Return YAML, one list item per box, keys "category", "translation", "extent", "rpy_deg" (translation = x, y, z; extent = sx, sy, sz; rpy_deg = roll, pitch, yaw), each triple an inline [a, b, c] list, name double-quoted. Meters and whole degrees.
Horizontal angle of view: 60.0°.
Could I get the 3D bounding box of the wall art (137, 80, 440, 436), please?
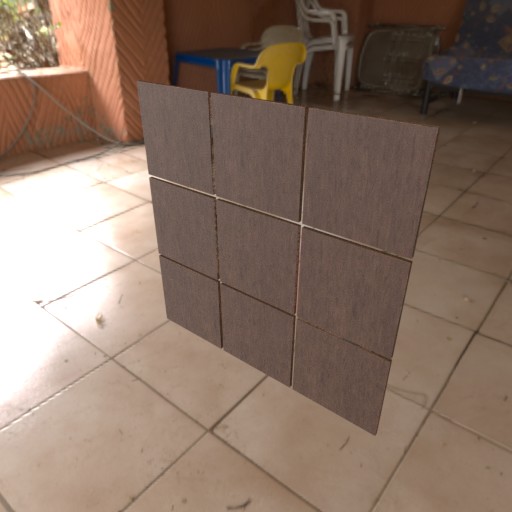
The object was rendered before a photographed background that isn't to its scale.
- category: "wall art"
  translation: [0.000, 0.000, 1.344]
  extent: [0.915, 0.914, 0.013]
  rpy_deg: [22, 37, 32]
